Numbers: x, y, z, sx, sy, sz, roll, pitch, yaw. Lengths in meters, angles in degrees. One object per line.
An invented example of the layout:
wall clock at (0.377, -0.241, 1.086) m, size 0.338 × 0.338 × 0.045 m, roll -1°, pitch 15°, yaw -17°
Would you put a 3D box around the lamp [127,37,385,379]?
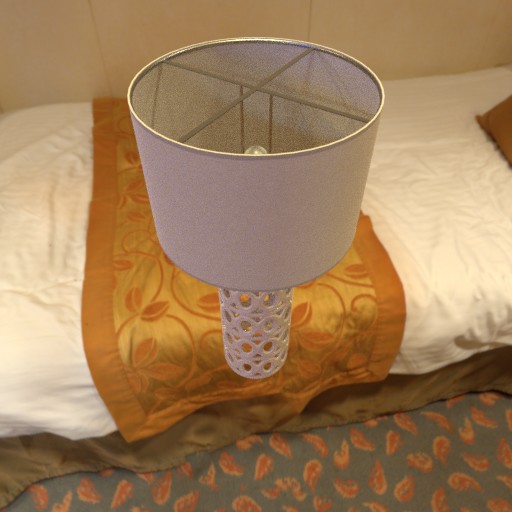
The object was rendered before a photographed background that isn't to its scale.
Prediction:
lamp at (0.000, 0.000, 0.800) m, size 0.325 × 0.636 × 0.324 m, roll 25°, pitch 51°, yaw 22°
